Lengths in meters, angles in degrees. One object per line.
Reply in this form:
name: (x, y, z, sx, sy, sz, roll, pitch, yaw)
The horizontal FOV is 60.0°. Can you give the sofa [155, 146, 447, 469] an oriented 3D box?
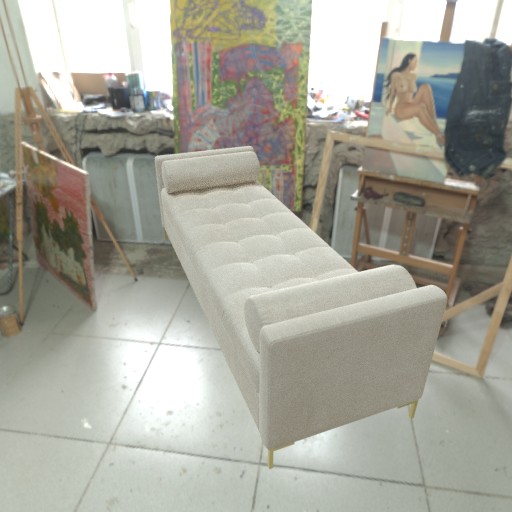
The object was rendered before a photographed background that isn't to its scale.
sofa: (0.000, 0.000, 2.379, 0.686, 0.635, 1.981, -11, 32, -18)
